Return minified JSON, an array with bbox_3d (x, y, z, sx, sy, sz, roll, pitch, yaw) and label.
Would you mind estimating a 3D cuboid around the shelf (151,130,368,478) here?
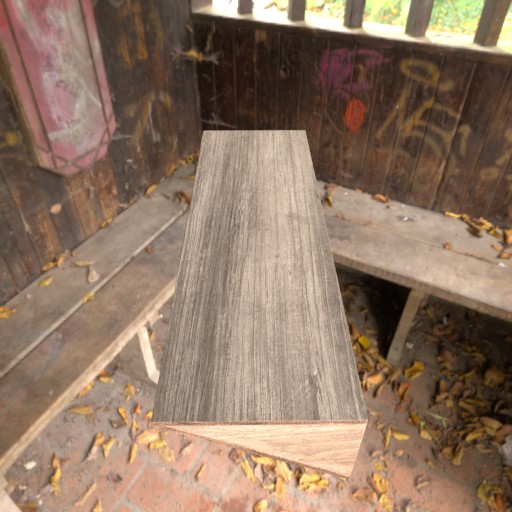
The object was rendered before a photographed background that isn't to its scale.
[{"bbox_3d":[0.000,0.000,0.679,0.200,0.125,0.610,0,41,0],"label":"shelf"}]
